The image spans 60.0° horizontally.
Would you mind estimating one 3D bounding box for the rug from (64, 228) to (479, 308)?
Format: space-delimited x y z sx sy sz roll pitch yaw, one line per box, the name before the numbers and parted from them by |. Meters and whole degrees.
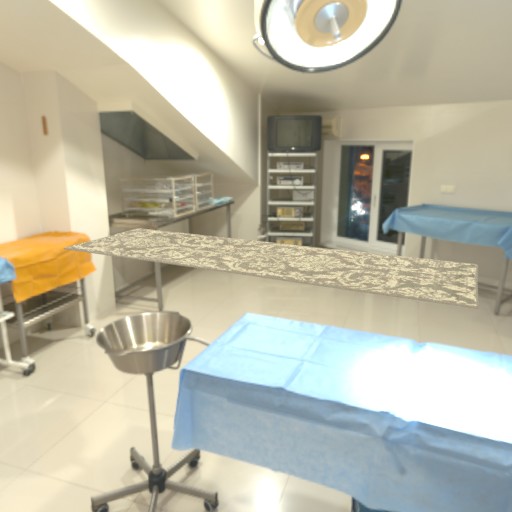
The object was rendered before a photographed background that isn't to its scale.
rug | 0.000 0.000 2.432 2.196 0.011 0.662 7 16 25
